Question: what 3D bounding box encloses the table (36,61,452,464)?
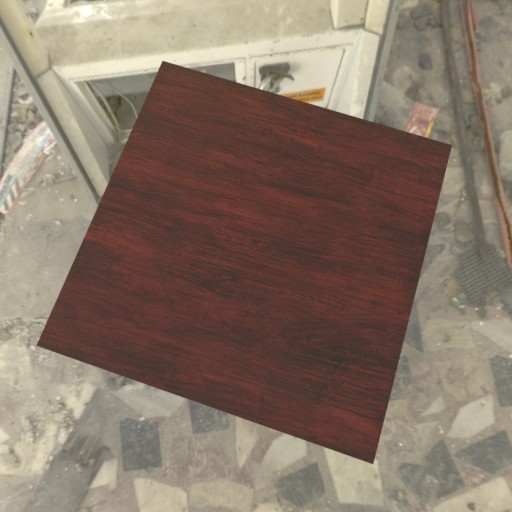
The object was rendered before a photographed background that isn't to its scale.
[{"bbox_3d":[0.000,0.000,1.341,0.865,0.356,0.865,18,77,4],"label":"table"}]
